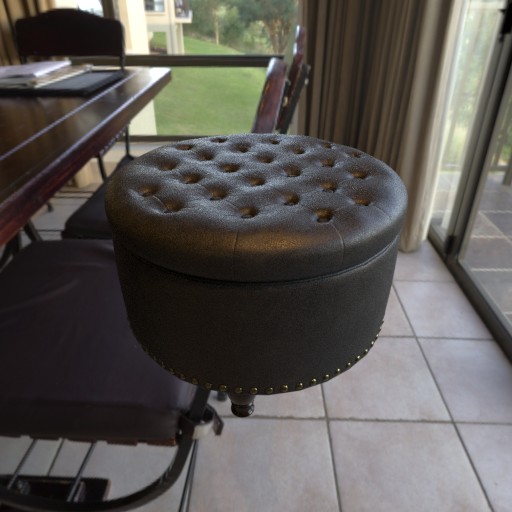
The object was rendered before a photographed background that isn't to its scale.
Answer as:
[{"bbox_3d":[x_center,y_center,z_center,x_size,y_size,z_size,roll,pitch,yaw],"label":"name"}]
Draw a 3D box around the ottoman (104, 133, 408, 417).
[{"bbox_3d":[0.000,0.000,1.061,0.637,0.442,0.637,0,31,0],"label":"ottoman"}]
